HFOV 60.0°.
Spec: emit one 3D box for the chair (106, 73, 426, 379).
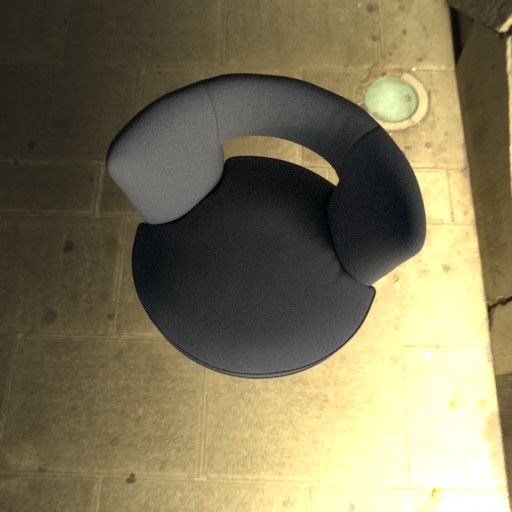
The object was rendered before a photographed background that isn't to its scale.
[{"bbox_3d":[0.000,0.000,1.236,0.689,0.719,0.660,16,75,4],"label":"chair"}]
